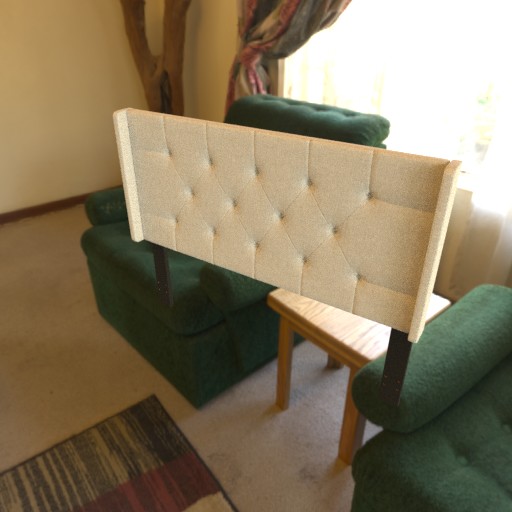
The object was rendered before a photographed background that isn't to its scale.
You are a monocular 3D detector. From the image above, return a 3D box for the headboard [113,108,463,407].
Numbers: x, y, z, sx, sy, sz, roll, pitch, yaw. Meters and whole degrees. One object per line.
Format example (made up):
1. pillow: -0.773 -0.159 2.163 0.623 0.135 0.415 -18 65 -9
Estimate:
1. headboard: 0.000 0.000 2.717 2.051 1.524 0.184 18 34 29
